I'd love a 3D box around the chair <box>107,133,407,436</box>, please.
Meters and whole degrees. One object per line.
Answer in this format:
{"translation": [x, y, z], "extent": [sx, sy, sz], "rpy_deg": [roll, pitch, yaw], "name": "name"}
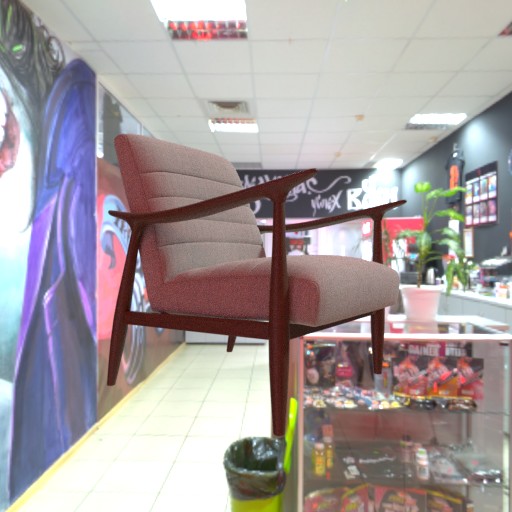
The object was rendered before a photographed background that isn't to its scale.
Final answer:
{"translation": [0.000, 0.000, 1.472], "extent": [0.798, 0.832, 0.741], "rpy_deg": [0, 0, 35], "name": "chair"}
